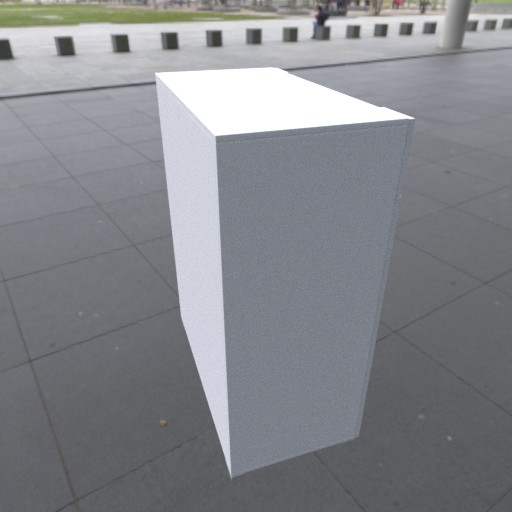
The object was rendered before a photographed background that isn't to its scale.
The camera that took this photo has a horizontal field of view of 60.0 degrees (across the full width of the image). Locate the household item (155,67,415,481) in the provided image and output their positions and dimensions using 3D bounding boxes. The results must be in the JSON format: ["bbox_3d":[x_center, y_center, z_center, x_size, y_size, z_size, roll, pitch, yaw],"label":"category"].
[{"bbox_3d":[0.000,0.000,1.421,0.420,1.010,0.790,-10,32,-16],"label":"household item"}]
